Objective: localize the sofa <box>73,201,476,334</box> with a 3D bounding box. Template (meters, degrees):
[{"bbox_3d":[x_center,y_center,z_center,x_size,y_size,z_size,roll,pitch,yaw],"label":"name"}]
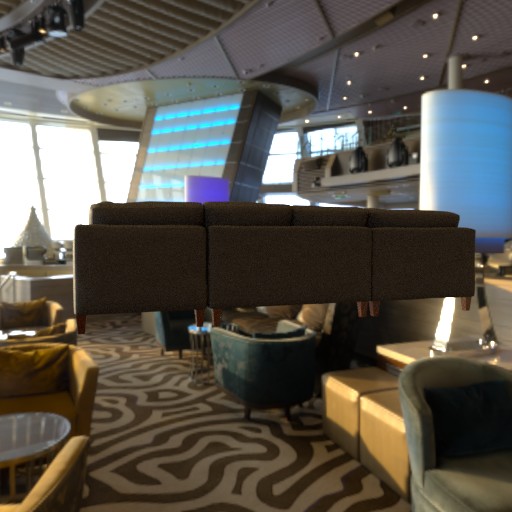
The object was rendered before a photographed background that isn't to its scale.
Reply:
[{"bbox_3d":[0.000,0.000,4.731,3.460,0.961,2.594,-1,2,-18],"label":"sofa"}]
